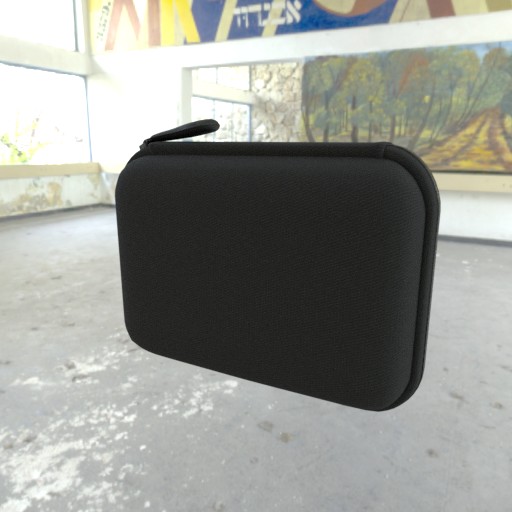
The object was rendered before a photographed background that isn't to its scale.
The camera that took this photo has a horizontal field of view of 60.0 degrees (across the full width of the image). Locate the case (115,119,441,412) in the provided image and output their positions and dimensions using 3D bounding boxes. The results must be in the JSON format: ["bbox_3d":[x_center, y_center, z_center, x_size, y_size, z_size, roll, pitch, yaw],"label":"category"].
[{"bbox_3d":[0.000,0.000,0.176,0.132,0.105,0.038,7,16,27],"label":"case"}]
